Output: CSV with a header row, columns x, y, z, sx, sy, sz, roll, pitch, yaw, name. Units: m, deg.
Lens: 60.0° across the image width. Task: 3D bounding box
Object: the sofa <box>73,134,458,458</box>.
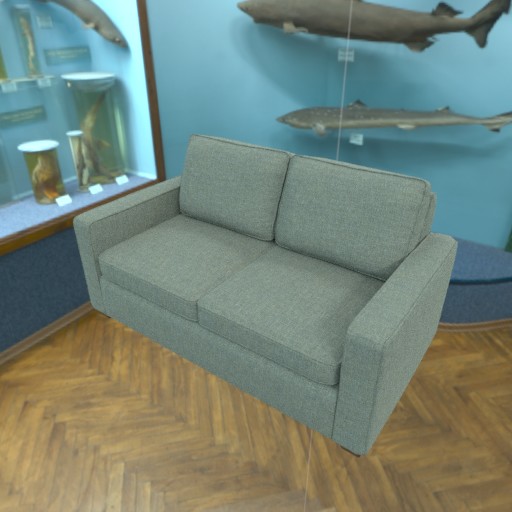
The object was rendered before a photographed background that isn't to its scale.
x,y,z,sx,sy,sz,roll,pitch,yaw,name
0.000,0.000,2.233,1.706,0.915,0.945,20,35,30,sofa
